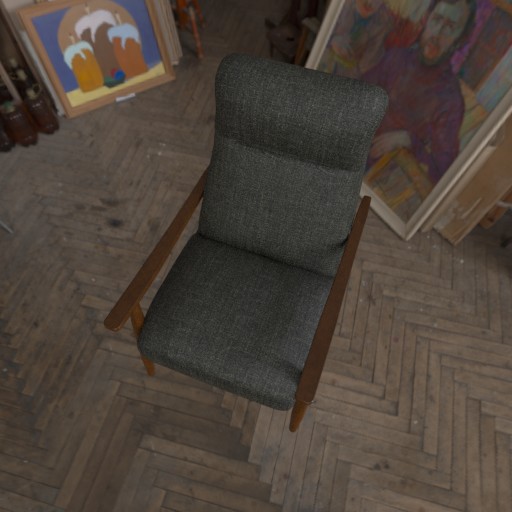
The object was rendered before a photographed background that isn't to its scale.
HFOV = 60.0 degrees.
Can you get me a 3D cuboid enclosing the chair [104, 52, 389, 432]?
[{"bbox_3d":[0.000,0.000,1.789,0.762,1.082,1.014,18,60,11],"label":"chair"}]
